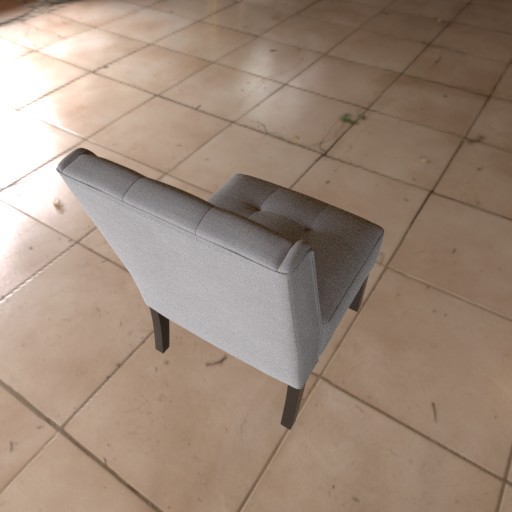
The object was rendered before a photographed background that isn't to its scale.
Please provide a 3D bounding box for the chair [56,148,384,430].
[{"bbox_3d":[0.000,0.000,1.290,0.569,0.853,0.676,24,51,21],"label":"chair"}]
